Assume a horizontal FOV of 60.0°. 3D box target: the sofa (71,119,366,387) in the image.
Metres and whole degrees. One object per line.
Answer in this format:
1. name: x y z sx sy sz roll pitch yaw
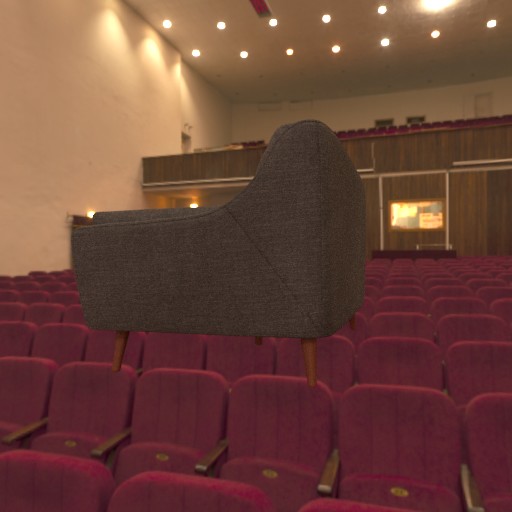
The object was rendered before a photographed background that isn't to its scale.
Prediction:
1. sofa: 0.000 0.000 2.216 0.976 0.887 1.646 0 0 19
